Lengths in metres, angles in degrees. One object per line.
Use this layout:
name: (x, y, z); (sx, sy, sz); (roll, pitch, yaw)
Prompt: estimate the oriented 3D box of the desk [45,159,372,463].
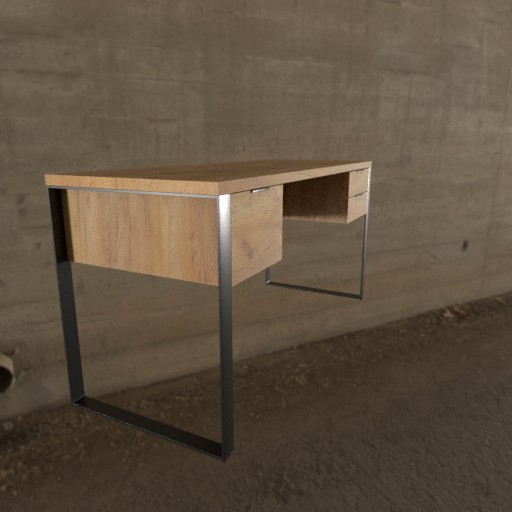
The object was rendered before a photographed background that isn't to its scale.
desk: (0.000, 0.000, 1.904); (0.600, 0.760, 1.520); (7, 16, 26)
